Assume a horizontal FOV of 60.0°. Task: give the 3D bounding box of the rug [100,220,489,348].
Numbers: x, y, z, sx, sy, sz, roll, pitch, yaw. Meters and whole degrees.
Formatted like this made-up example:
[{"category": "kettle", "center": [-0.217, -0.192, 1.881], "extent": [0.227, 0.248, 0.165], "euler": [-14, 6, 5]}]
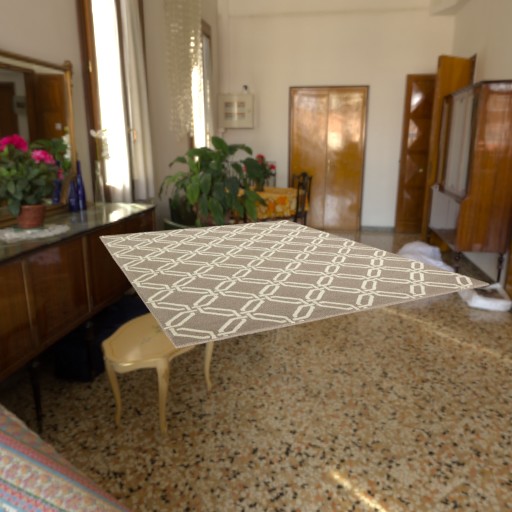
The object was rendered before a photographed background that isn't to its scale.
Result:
[{"category": "rug", "center": [0.000, 0.000, 3.923], "extent": [2.288, 0.018, 2.895], "euler": [-7, 16, -25]}]
